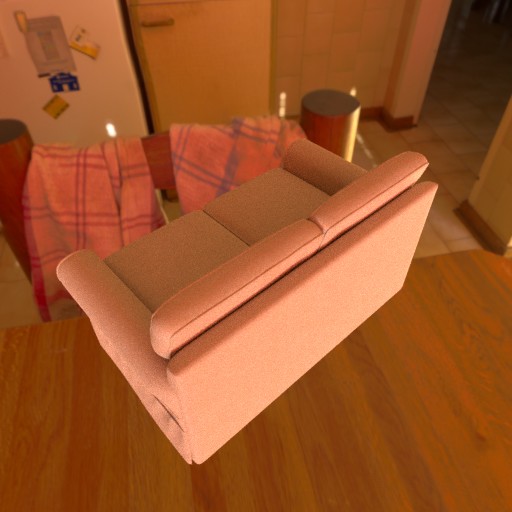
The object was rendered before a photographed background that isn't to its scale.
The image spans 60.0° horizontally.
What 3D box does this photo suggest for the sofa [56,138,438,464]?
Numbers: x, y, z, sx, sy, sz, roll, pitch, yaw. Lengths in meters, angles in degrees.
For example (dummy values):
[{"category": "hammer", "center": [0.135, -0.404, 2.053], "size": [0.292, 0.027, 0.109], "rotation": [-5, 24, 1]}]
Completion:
[{"category": "sofa", "center": [0.000, 0.000, 2.353], "size": [1.727, 0.940, 0.991], "rotation": [-33, 53, -29]}]
